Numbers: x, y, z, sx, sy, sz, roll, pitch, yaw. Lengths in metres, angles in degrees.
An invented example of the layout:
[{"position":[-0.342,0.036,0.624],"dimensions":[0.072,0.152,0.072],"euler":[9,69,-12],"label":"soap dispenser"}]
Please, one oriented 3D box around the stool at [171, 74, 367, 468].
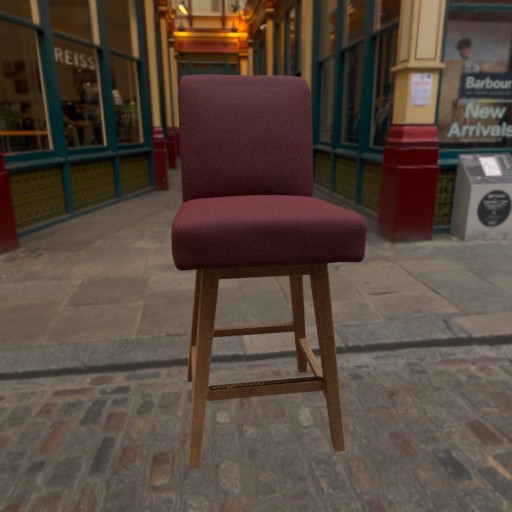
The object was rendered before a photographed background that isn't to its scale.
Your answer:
[{"position":[0.000,0.000,1.308],"dimensions":[0.468,1.038,0.562],"euler":[-3,17,-8],"label":"stool"}]
